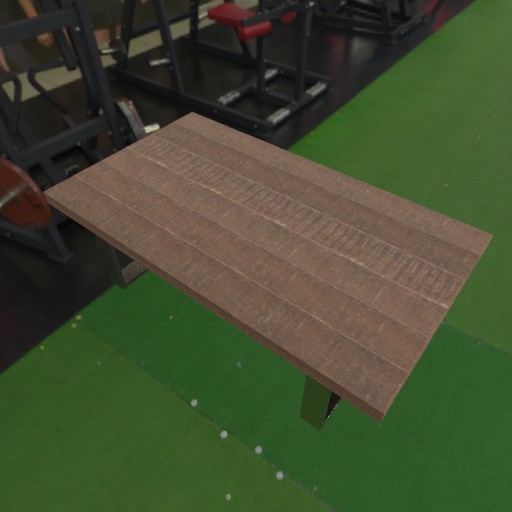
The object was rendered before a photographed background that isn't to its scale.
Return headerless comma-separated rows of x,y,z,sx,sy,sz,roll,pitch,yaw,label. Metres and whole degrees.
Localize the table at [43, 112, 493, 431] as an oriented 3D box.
0.000,0.000,1.729,1.400,0.440,0.800,29,52,26,table
